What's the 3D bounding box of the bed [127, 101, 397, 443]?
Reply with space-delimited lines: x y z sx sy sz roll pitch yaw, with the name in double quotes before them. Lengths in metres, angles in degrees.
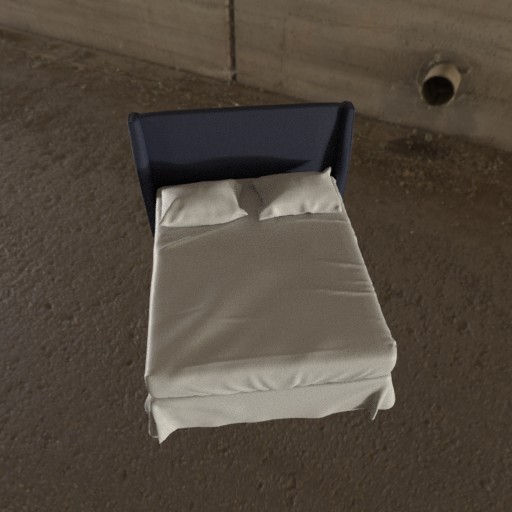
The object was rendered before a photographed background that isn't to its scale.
"bed" 0.000 0.000 3.485 1.925 1.332 2.276 -5 48 -4
